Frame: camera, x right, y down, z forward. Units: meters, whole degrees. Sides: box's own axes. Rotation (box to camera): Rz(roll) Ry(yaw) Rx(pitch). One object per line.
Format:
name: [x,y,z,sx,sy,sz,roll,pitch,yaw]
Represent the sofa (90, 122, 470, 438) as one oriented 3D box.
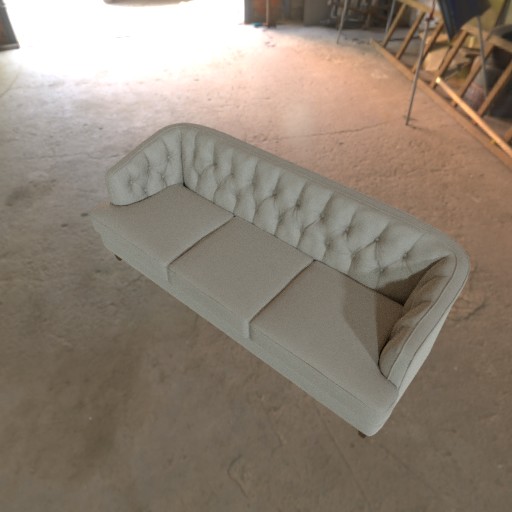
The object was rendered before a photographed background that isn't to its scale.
sofa: [0.000,0.000,2.782,2.278,0.855,0.941,30,52,27]
